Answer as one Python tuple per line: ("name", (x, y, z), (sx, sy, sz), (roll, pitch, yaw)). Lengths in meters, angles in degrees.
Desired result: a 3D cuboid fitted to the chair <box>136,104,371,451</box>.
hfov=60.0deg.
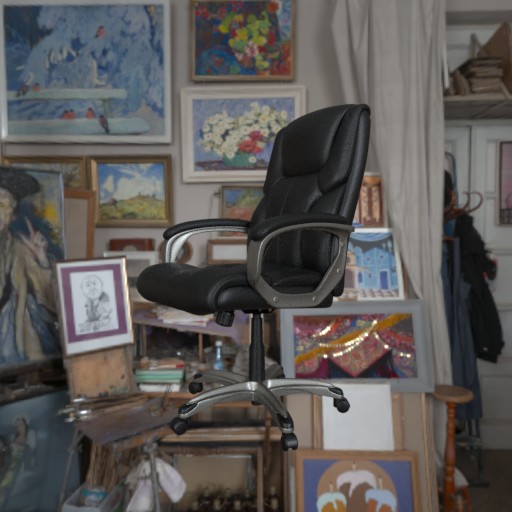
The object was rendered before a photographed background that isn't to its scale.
("chair", (0.000, 0.000, 1.620), (0.739, 1.155, 0.663), (-2, 3, -36))
